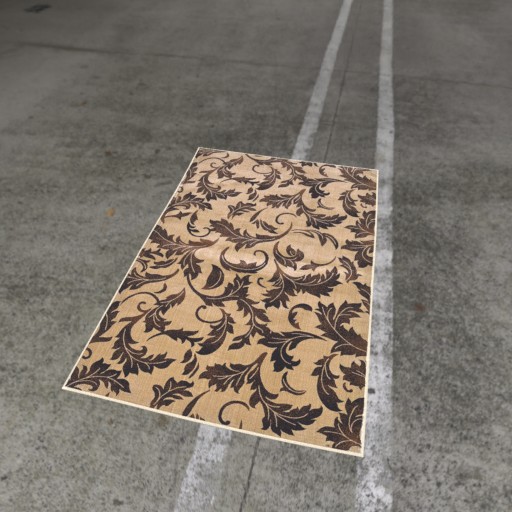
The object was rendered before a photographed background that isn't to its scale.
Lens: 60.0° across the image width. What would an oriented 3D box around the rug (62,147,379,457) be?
[{"bbox_3d":[0.000,0.000,2.897,1.522,0.008,2.284,9,47,9],"label":"rug"}]
